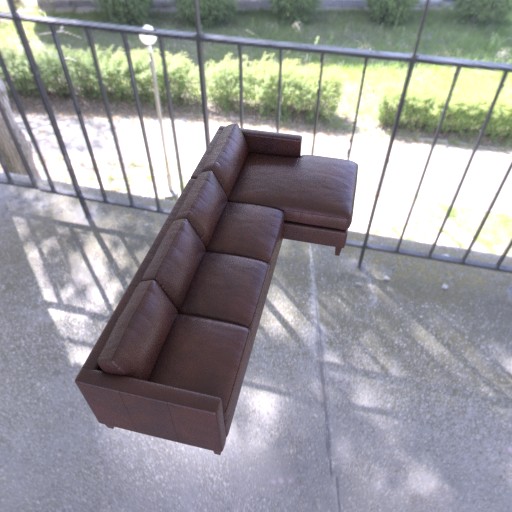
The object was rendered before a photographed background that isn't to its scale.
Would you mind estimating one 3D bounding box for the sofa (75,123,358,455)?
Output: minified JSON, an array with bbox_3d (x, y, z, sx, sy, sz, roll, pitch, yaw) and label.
[{"bbox_3d":[0.000,0.000,3.920,1.581,0.883,3.203,10,46,9],"label":"sofa"}]
